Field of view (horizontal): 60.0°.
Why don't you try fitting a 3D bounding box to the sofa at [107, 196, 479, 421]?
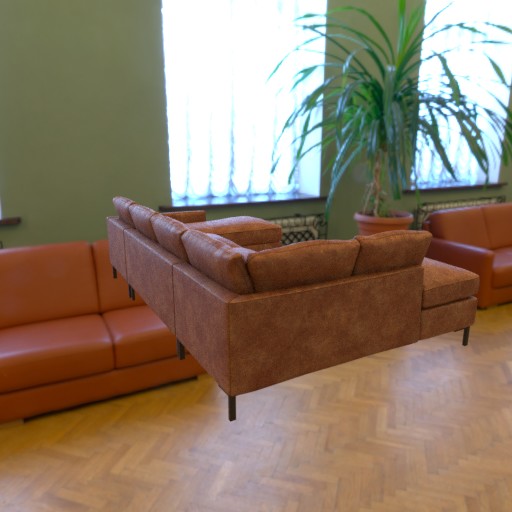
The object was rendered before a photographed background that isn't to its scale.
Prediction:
[{"bbox_3d":[0.000,0.000,3.857,1.939,0.900,2.956,-8,16,-28],"label":"sofa"}]
